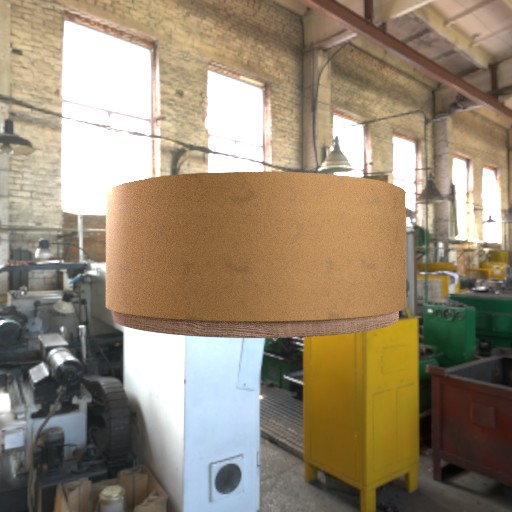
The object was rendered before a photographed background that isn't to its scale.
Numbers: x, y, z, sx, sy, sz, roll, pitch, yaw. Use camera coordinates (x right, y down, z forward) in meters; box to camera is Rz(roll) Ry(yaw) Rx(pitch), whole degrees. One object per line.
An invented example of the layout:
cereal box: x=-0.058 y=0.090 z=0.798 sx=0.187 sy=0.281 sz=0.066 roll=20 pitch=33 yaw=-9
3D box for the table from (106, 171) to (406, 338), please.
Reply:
table: x=0.000 y=0.000 z=1.559 sx=1.001 sy=0.409 sz=1.001 roll=0 pitch=0 yaw=0
